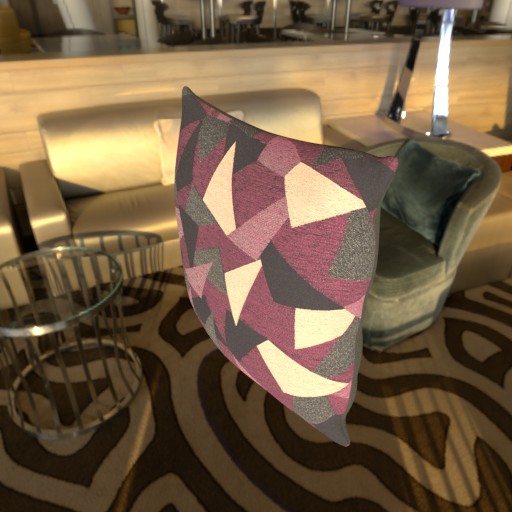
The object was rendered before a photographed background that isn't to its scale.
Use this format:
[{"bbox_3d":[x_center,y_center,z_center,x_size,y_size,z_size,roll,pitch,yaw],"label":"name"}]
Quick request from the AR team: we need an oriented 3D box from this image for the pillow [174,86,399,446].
[{"bbox_3d":[0.000,0.000,0.773,0.208,0.496,0.503,-20,36,-31],"label":"pillow"}]
